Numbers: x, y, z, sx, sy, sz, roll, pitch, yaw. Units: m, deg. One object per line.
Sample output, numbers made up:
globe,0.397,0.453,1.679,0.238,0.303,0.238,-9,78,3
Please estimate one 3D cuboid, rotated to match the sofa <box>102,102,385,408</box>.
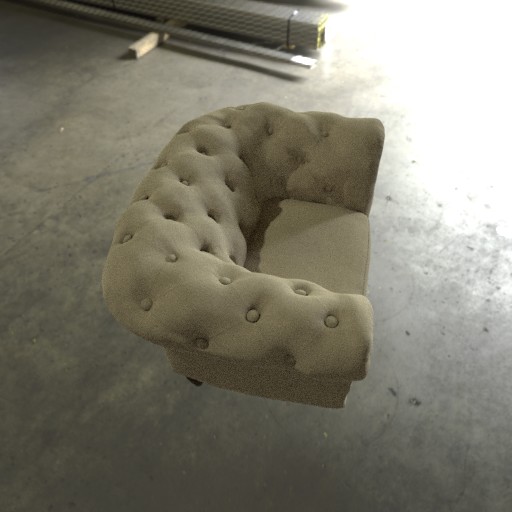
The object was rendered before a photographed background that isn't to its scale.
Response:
sofa,0.000,0.000,2.051,1.034,0.878,1.405,9,48,8
